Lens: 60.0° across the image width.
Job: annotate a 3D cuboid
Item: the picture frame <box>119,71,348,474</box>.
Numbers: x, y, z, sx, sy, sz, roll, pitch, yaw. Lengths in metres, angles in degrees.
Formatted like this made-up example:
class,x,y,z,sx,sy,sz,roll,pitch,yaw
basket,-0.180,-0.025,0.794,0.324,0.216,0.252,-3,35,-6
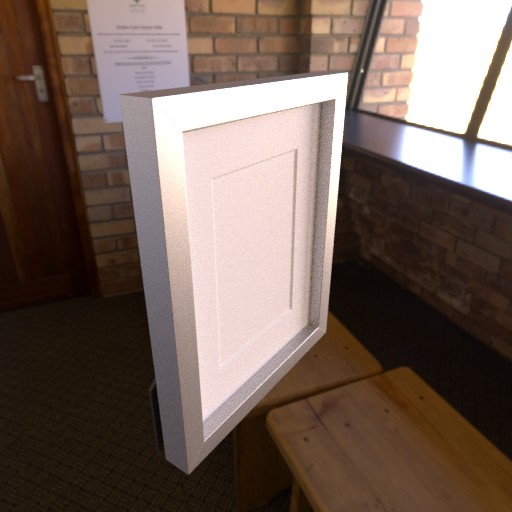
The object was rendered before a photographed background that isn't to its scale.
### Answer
class,x,y,z,sx,sy,sz,roll,pitch,yaw
picture frame,0.000,0.000,0.382,0.036,0.282,0.233,17,31,31
